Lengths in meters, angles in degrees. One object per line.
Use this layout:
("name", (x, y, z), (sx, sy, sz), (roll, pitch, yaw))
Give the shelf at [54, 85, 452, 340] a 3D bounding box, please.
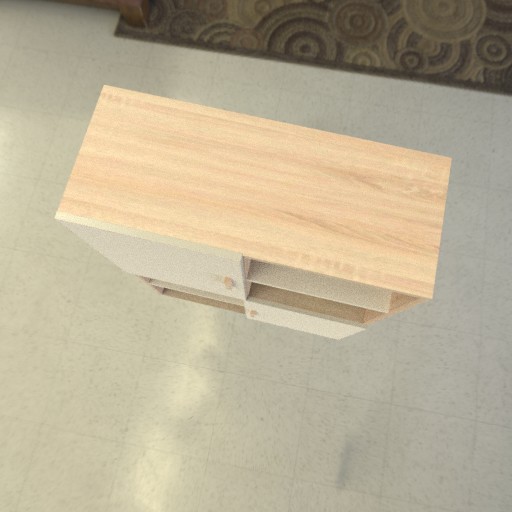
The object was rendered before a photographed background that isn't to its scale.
("shelf", (0.000, 0.000, 1.863), (0.995, 1.405, 0.434), (13, 76, 3))
